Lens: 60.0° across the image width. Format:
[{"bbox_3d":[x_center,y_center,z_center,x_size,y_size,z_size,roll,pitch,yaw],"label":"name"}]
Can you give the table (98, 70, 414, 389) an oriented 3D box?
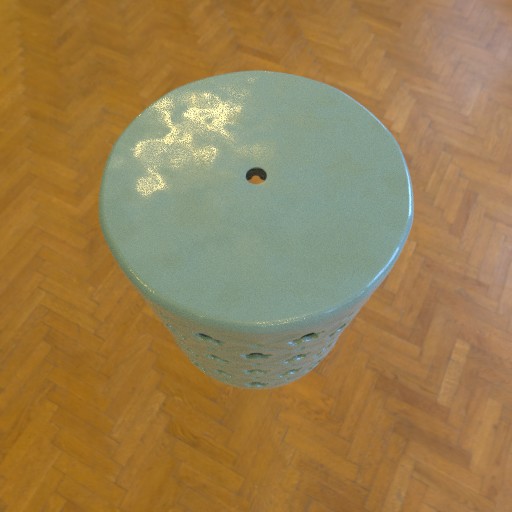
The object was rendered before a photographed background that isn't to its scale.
[{"bbox_3d":[0.000,0.000,0.659,0.352,0.387,0.352,0,63,0],"label":"table"}]
